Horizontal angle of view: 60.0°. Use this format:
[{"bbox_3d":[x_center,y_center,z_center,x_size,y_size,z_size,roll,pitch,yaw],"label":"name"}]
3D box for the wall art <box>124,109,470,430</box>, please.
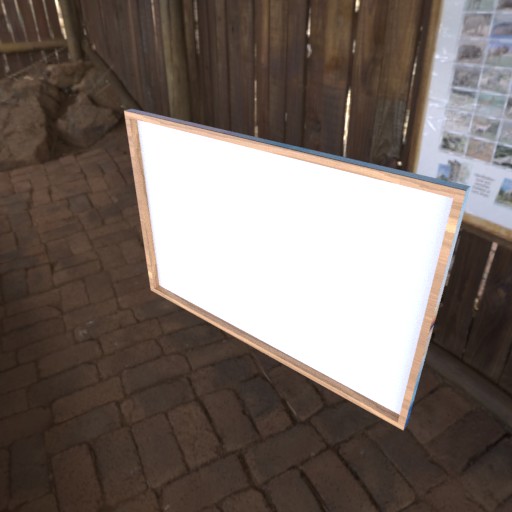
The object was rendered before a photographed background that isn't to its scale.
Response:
[{"bbox_3d":[0.000,0.000,1.425,1.137,0.756,0.034,22,38,32],"label":"wall art"}]
